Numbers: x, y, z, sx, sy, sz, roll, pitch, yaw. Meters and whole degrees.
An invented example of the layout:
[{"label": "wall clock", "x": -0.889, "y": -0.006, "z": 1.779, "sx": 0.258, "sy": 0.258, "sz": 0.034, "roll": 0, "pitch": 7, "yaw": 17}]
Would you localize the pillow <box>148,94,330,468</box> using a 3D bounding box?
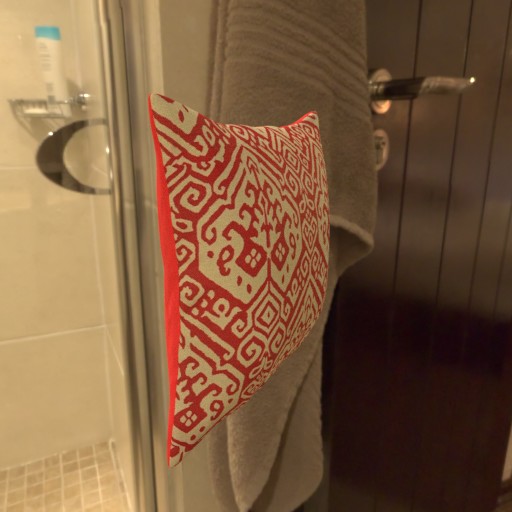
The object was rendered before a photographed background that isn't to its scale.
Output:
[{"label": "pillow", "x": 0.000, "y": 0.000, "z": 0.782, "sx": 0.192, "sy": 0.507, "sz": 0.522, "roll": 8, "pitch": 17, "yaw": 27}]
